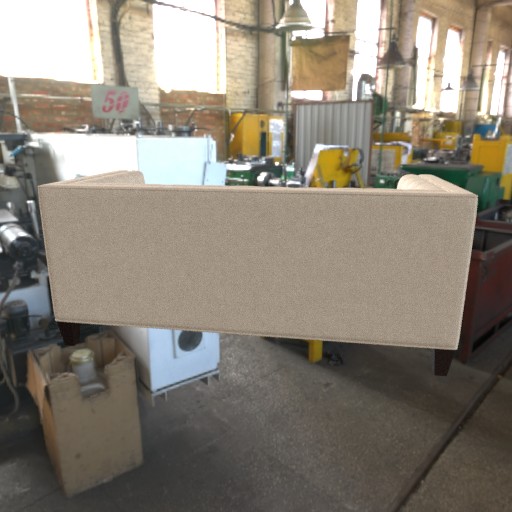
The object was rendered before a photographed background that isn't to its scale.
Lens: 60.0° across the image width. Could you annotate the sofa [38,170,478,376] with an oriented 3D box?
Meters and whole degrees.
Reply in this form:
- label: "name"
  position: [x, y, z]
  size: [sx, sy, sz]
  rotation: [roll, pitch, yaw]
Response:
- label: "sofa"
  position: [0.000, 0.000, 2.215]
  size: [1.778, 0.762, 0.775]
  rotation: [3, 16, 9]
